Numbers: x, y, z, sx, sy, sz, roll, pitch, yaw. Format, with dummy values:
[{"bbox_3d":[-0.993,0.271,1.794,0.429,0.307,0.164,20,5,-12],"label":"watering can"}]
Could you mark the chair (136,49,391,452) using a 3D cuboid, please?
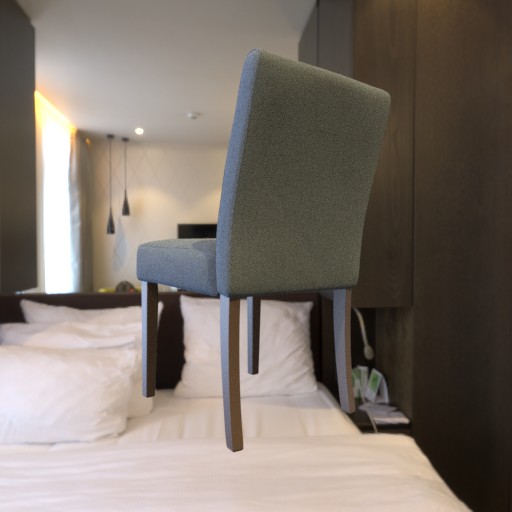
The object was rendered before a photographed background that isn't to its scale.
[{"bbox_3d":[0.000,0.000,1.270,0.487,0.882,0.629,-1,1,-37],"label":"chair"}]
